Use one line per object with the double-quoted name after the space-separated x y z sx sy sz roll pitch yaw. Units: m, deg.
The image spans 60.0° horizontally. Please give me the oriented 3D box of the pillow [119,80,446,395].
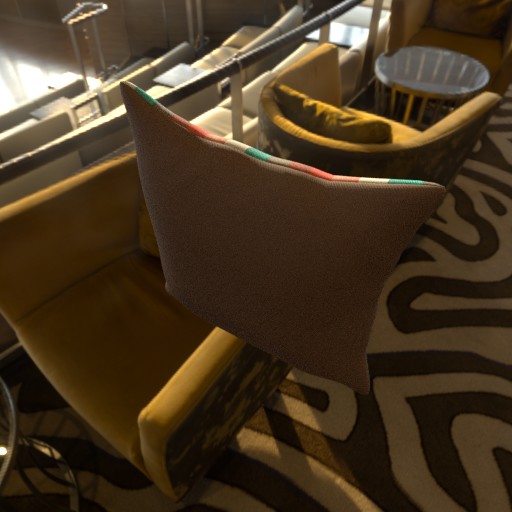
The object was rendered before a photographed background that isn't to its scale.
0.000 0.000 0.686 0.453 0.443 0.168 25 50 22 "pillow"
